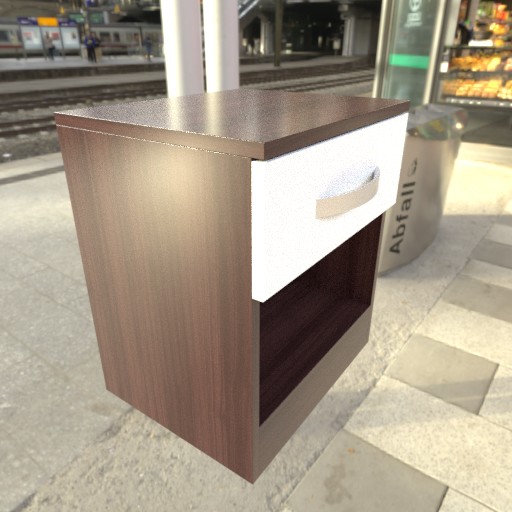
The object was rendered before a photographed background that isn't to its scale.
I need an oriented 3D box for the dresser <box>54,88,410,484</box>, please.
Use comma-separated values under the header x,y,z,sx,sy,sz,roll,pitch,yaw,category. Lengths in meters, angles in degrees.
x,y,z,sx,sy,sz,roll,pitch,yaw,category
0.000,0.000,0.729,0.360,0.470,0.400,17,31,32,dresser
